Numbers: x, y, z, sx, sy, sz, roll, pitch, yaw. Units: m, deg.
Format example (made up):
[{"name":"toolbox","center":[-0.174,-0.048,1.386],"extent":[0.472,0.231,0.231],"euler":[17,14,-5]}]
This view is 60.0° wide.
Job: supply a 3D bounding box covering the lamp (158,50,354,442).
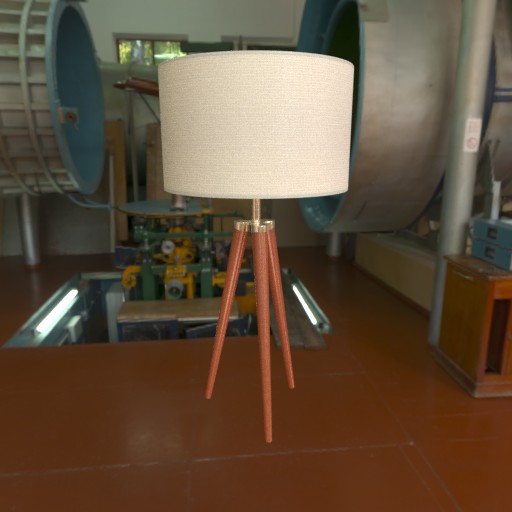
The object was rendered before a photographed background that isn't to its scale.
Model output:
[{"name":"lamp","center":[0.000,0.000,0.906],"extent":[0.354,0.709,0.355],"euler":[7,16,27]}]
